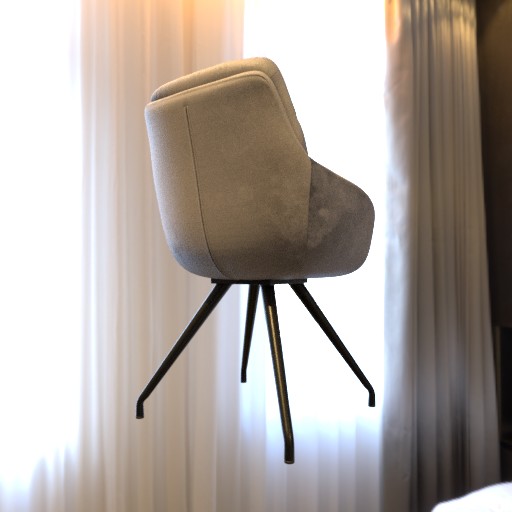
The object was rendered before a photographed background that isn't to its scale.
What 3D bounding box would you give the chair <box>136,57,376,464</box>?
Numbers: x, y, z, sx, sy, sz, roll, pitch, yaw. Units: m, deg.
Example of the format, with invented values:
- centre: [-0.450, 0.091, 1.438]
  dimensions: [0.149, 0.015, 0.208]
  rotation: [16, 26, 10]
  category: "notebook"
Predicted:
- centre: [0.000, 0.000, 1.259]
  dimensions: [0.579, 0.888, 0.569]
  rotation: [-1, -2, 36]
  category: "chair"
